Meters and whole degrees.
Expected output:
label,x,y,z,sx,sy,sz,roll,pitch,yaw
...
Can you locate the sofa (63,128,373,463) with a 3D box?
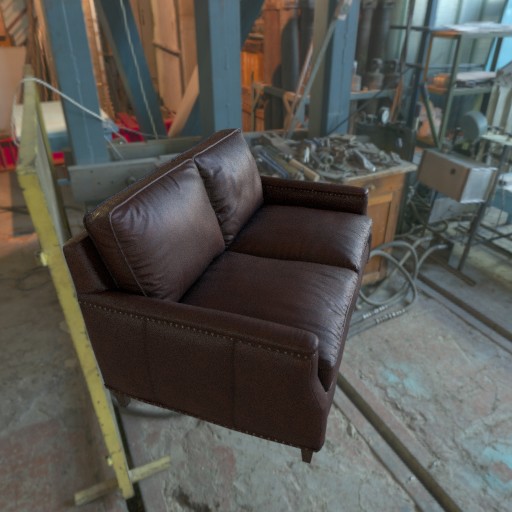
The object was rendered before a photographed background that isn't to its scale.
label,x,y,z,sx,sy,sz,roll,pitch,yaw
sofa,0.000,0.000,2.329,1.083,1.003,1.628,10,31,16
